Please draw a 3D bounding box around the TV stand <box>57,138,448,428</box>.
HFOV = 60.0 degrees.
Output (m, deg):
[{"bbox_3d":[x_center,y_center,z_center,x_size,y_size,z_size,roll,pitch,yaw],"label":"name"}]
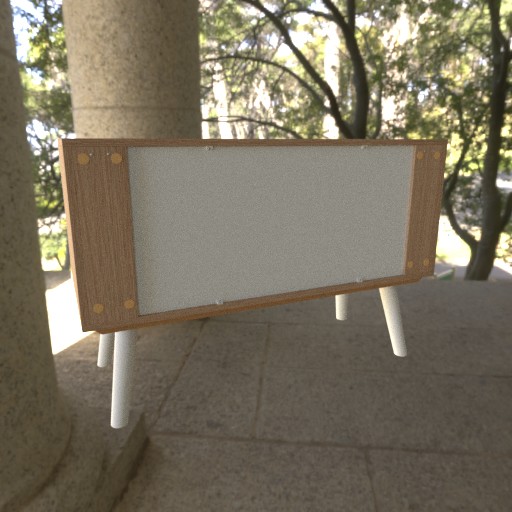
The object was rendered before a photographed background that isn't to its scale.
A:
[{"bbox_3d":[0.000,0.000,1.296,0.991,0.660,0.407,-7,16,-24],"label":"TV stand"}]
